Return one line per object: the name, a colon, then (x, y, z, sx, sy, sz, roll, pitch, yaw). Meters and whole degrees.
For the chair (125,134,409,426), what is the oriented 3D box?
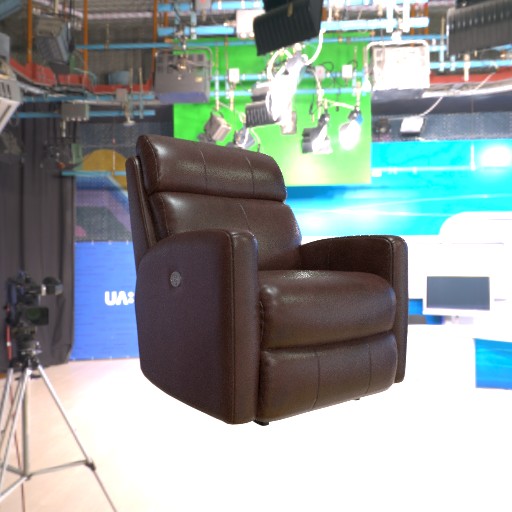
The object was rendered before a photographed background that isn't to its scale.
chair: (0.000, 0.000, 1.716, 0.787, 1.016, 0.939, 0, 0, -35)
